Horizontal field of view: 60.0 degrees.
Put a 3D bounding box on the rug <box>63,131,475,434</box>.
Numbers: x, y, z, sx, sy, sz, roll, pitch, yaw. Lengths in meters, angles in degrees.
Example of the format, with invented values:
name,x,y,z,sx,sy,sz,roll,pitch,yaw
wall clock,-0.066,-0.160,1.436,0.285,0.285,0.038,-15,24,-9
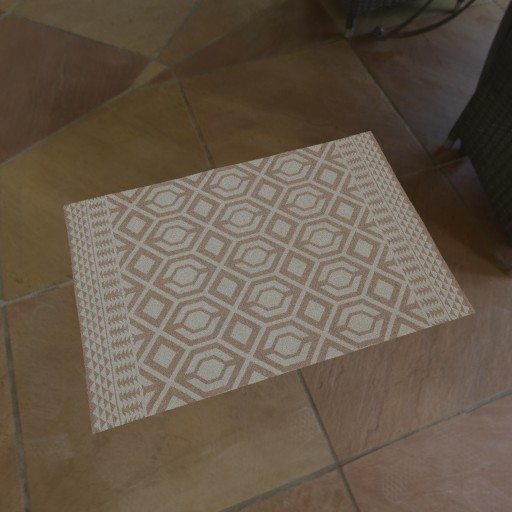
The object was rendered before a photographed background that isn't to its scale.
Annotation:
name,x,y,z,sx,sy,sz,roll,pitch,yaw
rug,0.000,0.000,2.276,1.829,0.008,1.219,-15,63,-8
